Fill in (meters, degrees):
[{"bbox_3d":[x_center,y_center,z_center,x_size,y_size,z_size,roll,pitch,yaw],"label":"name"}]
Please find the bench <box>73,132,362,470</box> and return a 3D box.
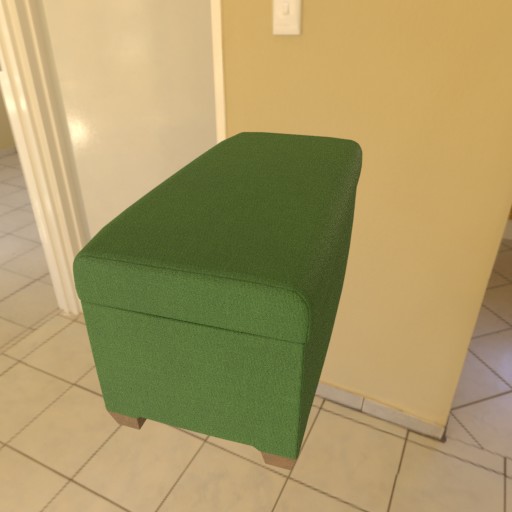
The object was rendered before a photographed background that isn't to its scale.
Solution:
[{"bbox_3d":[0.000,0.000,1.290,0.505,0.501,0.989,8,30,15],"label":"bench"}]
